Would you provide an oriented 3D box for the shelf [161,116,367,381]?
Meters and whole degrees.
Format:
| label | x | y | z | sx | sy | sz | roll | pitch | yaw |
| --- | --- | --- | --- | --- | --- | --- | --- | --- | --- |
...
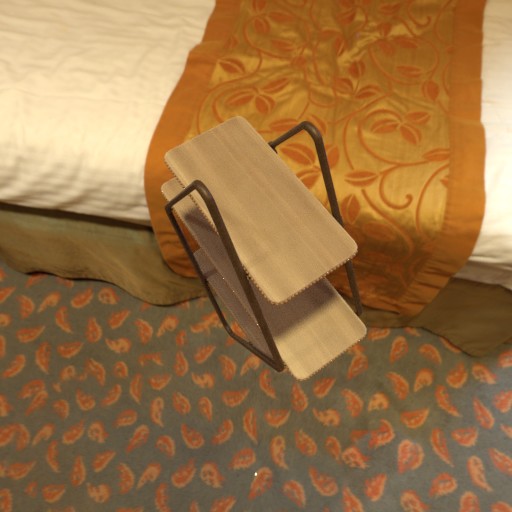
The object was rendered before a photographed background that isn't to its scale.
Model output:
| label | x | y | z | sx | sy | sz | roll | pitch | yaw |
| --- | --- | --- | --- | --- | --- | --- | --- | --- | --- |
| shelf | 0.000 | 0.000 | 1.071 | 0.234 | 0.774 | 0.609 | -32 | 68 | -15 |
